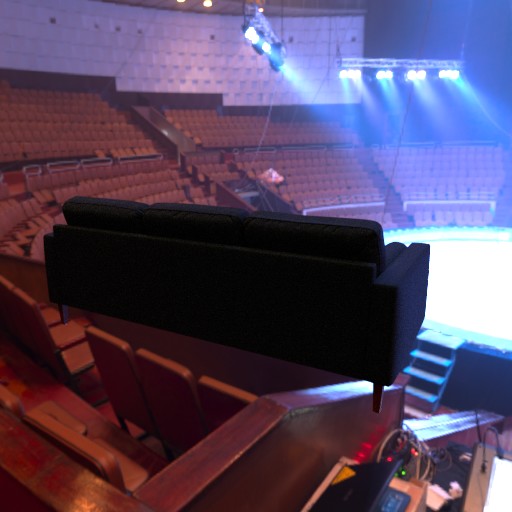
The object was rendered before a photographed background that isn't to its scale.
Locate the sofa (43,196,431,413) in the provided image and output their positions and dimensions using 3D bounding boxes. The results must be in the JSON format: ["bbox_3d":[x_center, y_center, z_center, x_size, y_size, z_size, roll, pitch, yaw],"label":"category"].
[{"bbox_3d":[0.000,0.000,2.964,2.185,0.841,1.613,8,16,28],"label":"sofa"}]
